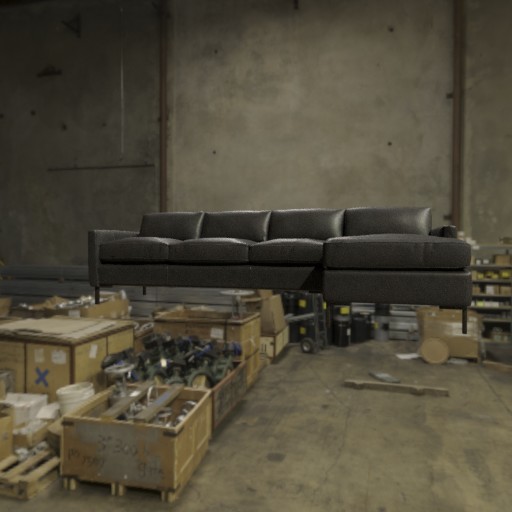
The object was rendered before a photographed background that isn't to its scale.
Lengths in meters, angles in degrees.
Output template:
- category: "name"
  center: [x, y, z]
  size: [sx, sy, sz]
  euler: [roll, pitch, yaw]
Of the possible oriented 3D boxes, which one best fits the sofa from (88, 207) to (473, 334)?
- category: "sofa"
  center: [0.000, 0.000, 3.599]
  size: [2.993, 0.859, 1.471]
  euler: [0, 1, 16]
